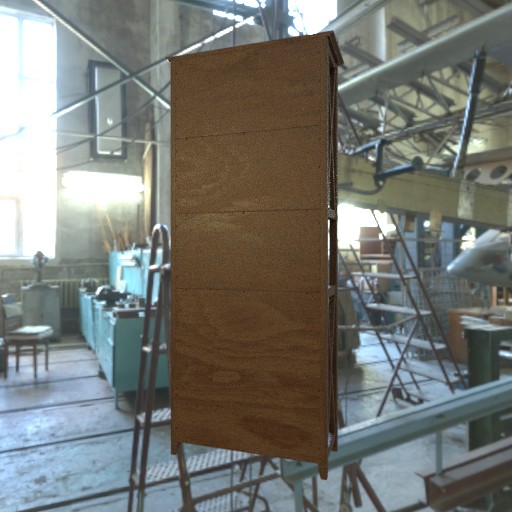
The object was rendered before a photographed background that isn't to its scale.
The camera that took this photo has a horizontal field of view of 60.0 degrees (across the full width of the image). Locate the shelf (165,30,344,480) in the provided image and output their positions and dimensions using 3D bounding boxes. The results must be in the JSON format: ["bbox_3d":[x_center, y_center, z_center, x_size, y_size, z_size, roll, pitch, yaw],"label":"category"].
[{"bbox_3d":[0.000,0.000,2.159,0.805,1.905,0.335,0,0,19],"label":"shelf"}]
